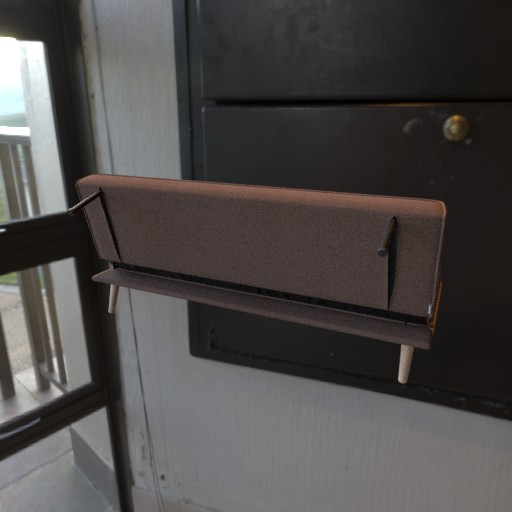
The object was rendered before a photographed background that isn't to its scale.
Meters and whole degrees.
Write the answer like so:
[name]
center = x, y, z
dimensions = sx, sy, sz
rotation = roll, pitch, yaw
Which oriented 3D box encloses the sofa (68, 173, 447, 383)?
[sofa]
center = 0.000, 0.000, 2.340
dimensions = 1.820, 0.810, 1.038
rotation = 8, 20, 24
